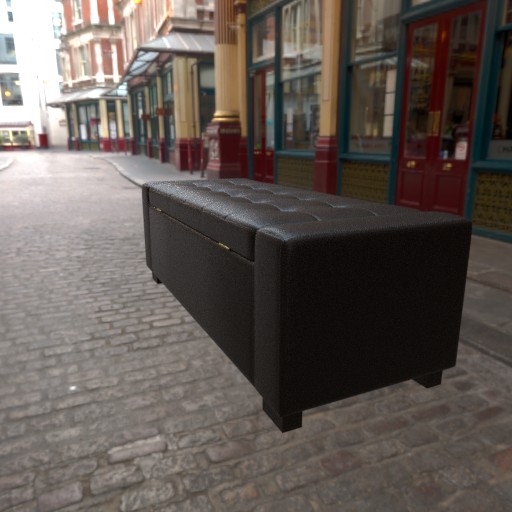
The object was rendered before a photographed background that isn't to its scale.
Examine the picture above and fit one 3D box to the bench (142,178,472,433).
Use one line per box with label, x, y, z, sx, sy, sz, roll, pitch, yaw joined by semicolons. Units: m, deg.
bench;0.000;0.000;1.526;0.508;0.445;1.296;-7;16;-25
